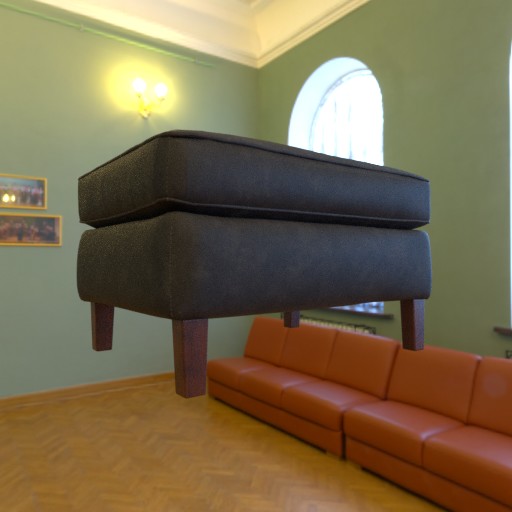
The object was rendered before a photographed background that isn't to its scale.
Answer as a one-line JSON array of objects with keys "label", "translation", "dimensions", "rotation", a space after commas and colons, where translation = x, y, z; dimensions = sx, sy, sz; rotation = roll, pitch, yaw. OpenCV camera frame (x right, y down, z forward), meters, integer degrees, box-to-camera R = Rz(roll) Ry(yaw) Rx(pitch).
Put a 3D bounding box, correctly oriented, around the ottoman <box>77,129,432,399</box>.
[{"label": "ottoman", "translation": [0.000, 0.000, 0.978], "dimensions": [0.665, 0.413, 0.501], "rotation": [0, -1, -37]}]
